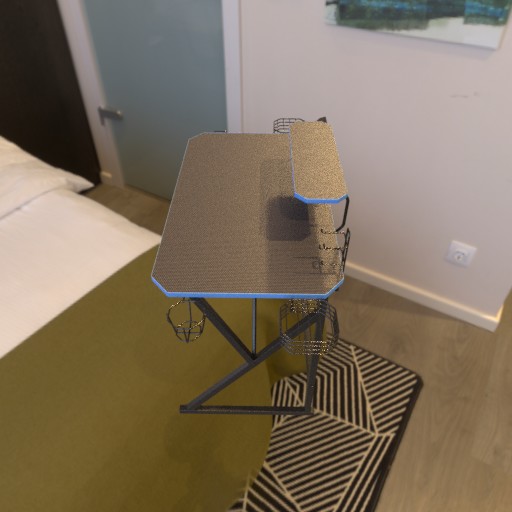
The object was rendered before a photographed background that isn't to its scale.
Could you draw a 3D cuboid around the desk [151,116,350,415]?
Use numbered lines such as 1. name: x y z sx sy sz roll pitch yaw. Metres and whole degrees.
1. desk: 0.000 0.000 1.790 0.594 0.909 1.295 1 42 1
